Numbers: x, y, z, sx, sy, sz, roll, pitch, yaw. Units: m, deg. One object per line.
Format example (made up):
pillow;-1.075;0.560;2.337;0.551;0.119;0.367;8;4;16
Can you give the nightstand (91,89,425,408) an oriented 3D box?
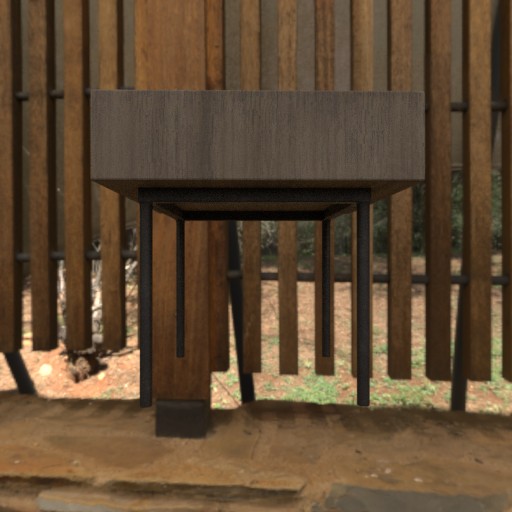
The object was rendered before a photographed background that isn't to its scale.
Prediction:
nightstand;0.000;0.000;0.913;0.503;0.497;0.502;0;0;-1
